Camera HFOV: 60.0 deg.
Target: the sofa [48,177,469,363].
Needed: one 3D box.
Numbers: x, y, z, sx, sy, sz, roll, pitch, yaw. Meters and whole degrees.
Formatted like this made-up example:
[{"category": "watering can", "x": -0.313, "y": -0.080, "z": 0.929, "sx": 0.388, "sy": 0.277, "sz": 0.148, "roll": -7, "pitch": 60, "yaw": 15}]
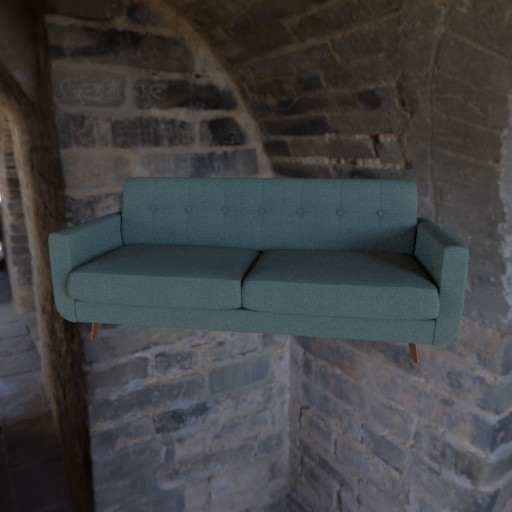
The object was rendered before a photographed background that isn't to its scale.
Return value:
[{"category": "sofa", "x": 0.000, "y": 0.000, "z": 2.509, "sx": 2.029, "sy": 0.841, "sz": 0.909, "roll": 2, "pitch": 14, "yaw": 9}]
